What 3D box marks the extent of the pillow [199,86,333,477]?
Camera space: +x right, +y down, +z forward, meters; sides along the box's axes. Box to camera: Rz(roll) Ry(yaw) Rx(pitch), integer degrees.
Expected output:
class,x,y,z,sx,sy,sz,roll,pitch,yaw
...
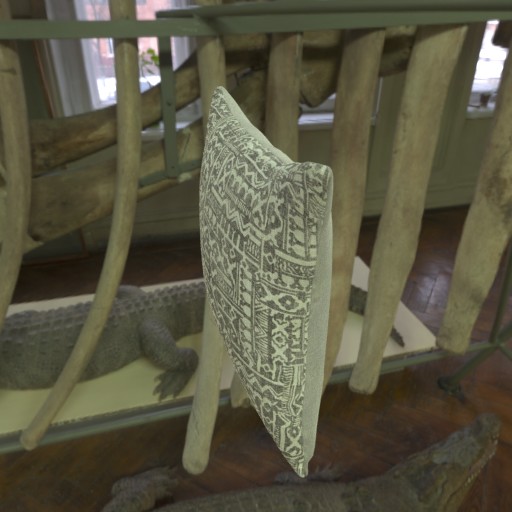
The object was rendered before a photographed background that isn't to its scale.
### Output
class,x,y,z,sx,sy,sz,roll,pitch,yaw
pillow,0.000,0.000,0.775,0.180,0.487,0.546,-8,31,-14
